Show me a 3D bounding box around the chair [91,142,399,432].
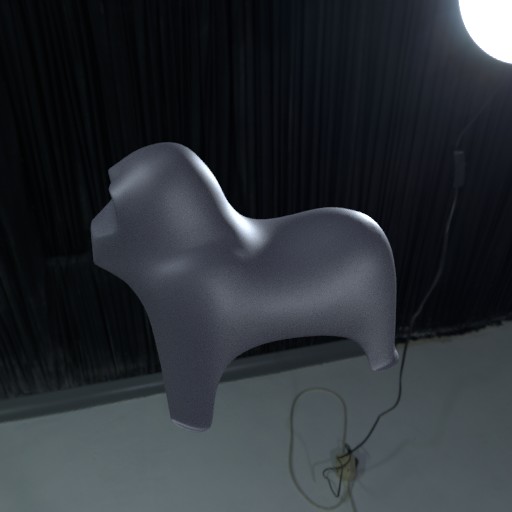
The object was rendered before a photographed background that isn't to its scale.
[{"bbox_3d":[0.000,0.000,1.119,0.758,0.600,0.490,-9,32,-14],"label":"chair"}]
